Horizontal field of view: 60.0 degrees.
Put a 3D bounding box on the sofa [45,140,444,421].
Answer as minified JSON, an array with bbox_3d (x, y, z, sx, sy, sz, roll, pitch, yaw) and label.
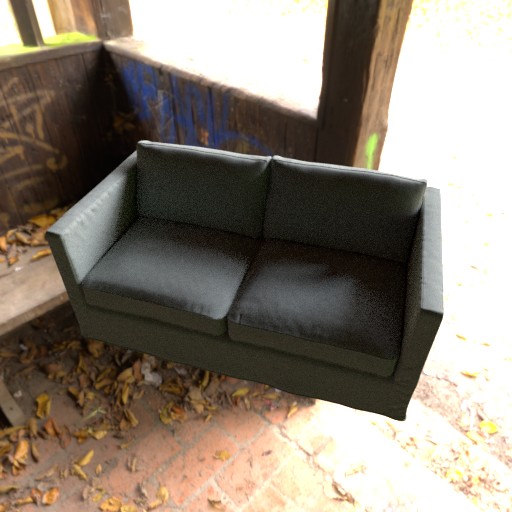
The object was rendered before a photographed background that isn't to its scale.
[{"bbox_3d":[0.000,0.000,2.289,1.727,0.830,0.944,11,41,13],"label":"sofa"}]
